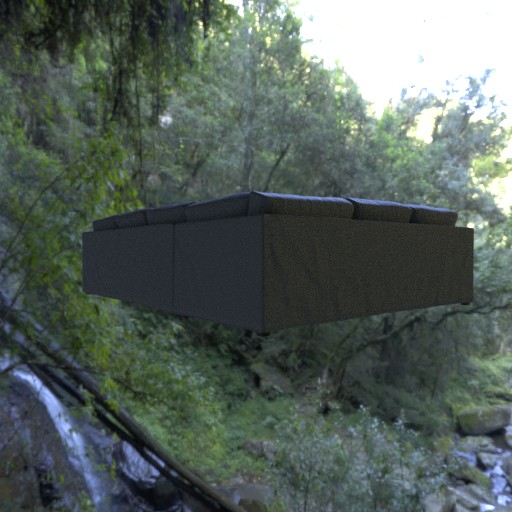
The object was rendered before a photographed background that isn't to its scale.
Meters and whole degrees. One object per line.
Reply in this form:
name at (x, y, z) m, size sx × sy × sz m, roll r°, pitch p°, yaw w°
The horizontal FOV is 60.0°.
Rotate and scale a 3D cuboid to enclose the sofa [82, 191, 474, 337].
sofa at (0.000, 0.000, 4.414) m, size 2.432 × 0.871 × 3.182 m, roll -1°, pitch 1°, yaw -38°
